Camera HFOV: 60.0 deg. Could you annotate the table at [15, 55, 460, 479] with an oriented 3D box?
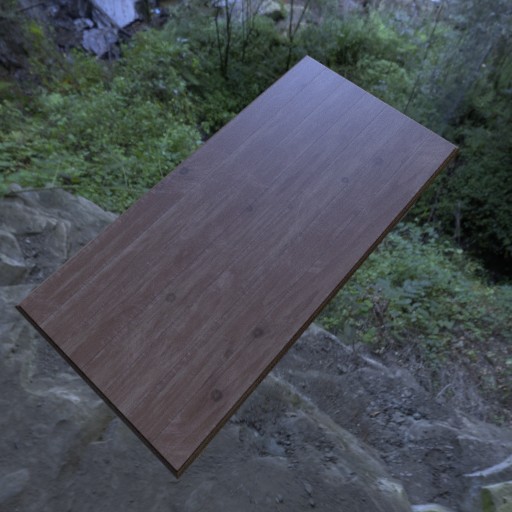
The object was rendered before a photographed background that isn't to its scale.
[{"bbox_3d":[0.000,0.000,1.356,0.559,0.458,1.118,39,71,16],"label":"table"}]
